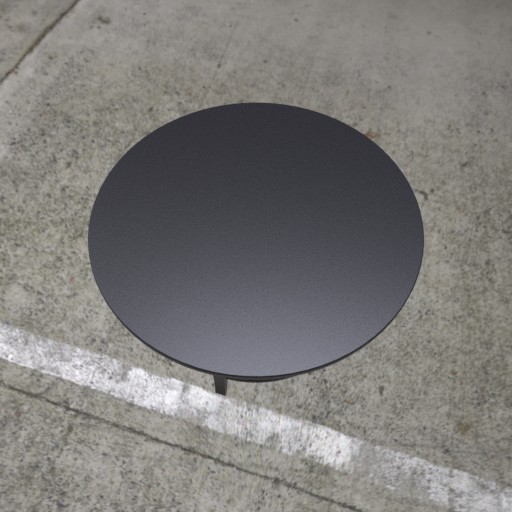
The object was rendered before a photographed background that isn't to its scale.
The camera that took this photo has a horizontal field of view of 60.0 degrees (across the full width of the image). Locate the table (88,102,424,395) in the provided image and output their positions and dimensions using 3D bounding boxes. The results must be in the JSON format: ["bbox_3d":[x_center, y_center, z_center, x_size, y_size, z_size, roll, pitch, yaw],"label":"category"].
[{"bbox_3d":[0.000,0.000,1.421,0.914,0.457,0.914,0,58,0],"label":"table"}]
